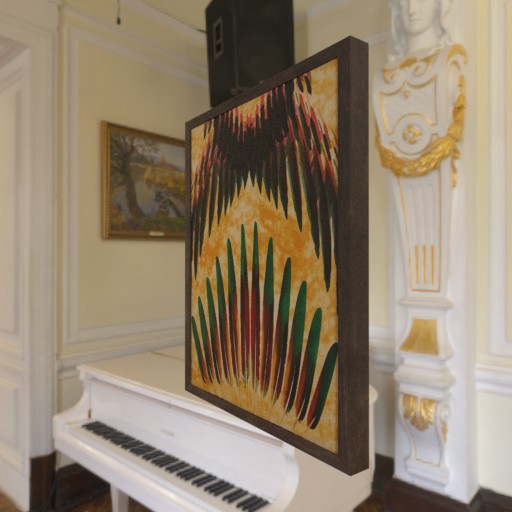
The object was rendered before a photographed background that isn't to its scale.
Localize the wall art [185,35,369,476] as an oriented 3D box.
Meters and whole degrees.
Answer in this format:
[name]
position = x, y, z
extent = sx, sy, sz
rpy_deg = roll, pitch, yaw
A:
[wall art]
position = 0.000, 0.000, 0.548
extent = 0.027, 0.406, 0.329
rpy_deg = 0, 0, -36
